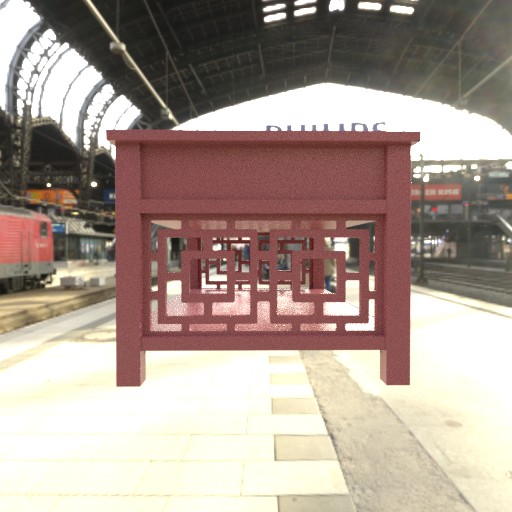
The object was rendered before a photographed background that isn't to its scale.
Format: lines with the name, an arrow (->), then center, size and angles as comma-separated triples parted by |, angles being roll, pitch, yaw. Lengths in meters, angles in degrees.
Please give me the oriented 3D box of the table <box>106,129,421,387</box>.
table -> 0.000, 0.000, 1.378 | 0.612, 0.493, 1.068 | 0, 1, -1
